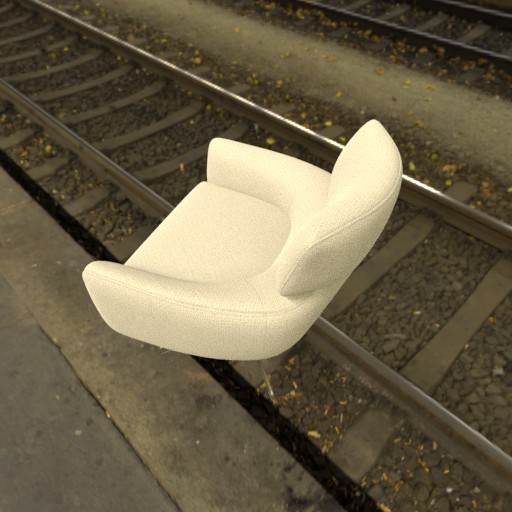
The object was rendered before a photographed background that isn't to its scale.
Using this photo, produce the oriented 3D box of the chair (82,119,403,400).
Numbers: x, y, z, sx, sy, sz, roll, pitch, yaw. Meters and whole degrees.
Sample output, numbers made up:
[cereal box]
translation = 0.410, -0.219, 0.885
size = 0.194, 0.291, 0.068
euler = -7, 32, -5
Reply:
[chair]
translation = 0.000, 0.000, 1.394
size = 0.730, 0.810, 0.760
euler = 18, 48, 17
